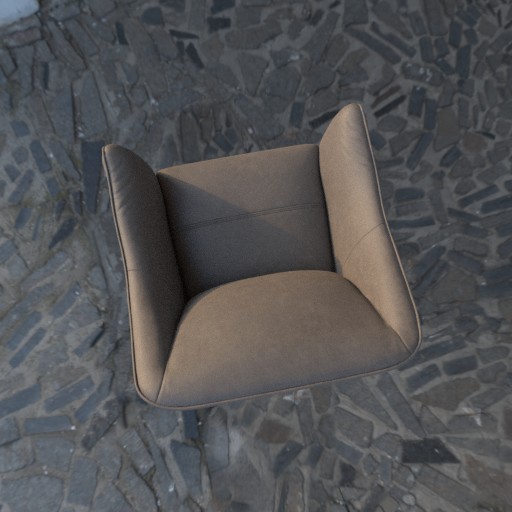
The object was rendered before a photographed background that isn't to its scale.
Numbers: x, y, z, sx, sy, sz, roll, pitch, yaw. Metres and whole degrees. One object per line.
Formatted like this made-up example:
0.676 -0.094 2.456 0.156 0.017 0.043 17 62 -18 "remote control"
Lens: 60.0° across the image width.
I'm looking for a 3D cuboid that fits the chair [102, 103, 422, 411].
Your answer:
0.000 0.000 1.535 0.871 0.830 0.852 -10 78 -2 "chair"
